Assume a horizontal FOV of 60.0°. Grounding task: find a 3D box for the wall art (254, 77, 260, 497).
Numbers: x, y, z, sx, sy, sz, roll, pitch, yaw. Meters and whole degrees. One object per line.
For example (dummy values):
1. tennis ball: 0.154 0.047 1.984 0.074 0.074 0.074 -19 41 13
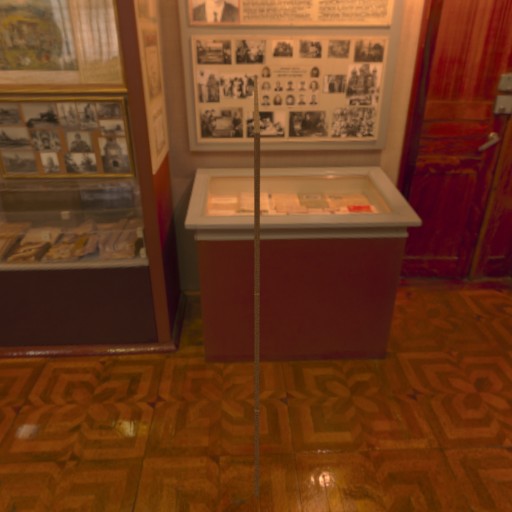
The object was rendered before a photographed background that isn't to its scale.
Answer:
1. wall art: 0.000 0.000 1.766 0.013 1.216 1.216 0 27 0
